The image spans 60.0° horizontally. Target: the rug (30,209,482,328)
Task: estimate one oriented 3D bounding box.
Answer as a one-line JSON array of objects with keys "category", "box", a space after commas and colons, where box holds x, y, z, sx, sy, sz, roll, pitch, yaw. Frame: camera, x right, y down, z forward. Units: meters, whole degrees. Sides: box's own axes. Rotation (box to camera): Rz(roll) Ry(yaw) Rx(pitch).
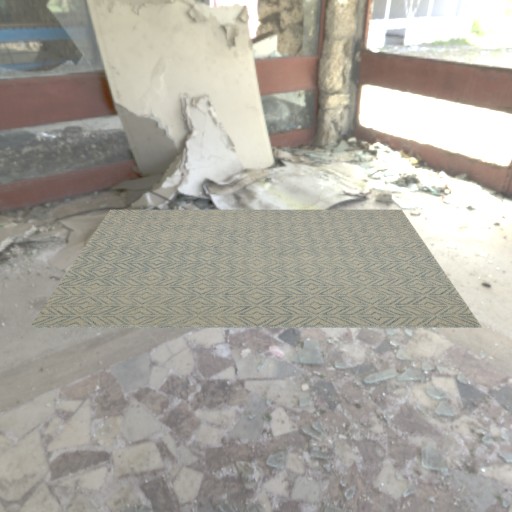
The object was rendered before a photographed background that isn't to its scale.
[{"category": "rug", "box": [0.000, 0.000, 3.053, 2.441, 0.008, 1.526, 0, 30, 0]}]
